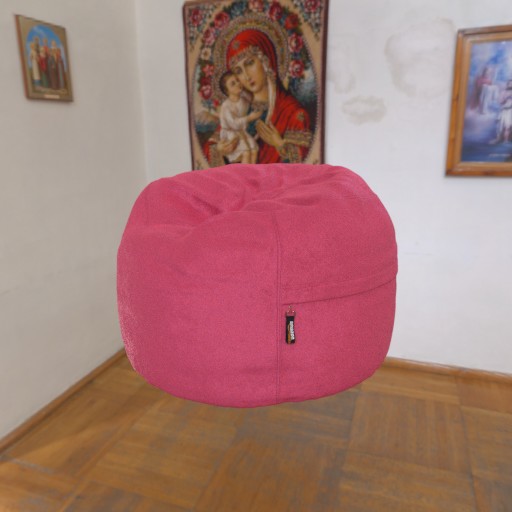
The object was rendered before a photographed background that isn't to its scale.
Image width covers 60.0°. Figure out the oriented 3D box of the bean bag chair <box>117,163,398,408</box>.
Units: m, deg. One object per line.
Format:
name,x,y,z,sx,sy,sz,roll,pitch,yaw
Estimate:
bean bag chair,0.000,0.000,1.989,1.218,0.788,1.218,0,16,0
